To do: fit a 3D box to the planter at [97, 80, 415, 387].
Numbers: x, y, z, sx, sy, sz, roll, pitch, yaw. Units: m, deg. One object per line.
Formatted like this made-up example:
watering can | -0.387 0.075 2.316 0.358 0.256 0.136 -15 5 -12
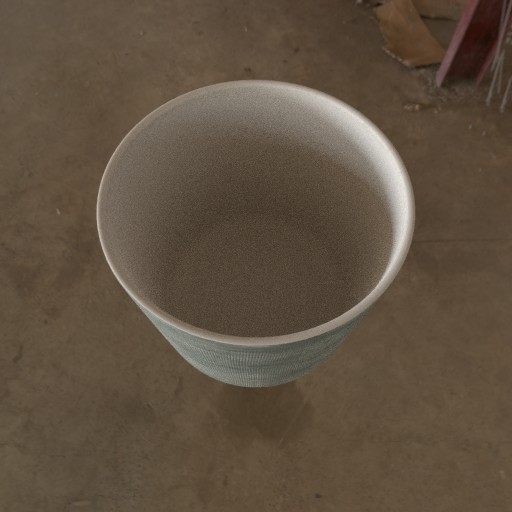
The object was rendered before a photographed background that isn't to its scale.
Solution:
planter | 0.000 0.000 0.795 0.440 0.398 0.440 0 63 0
